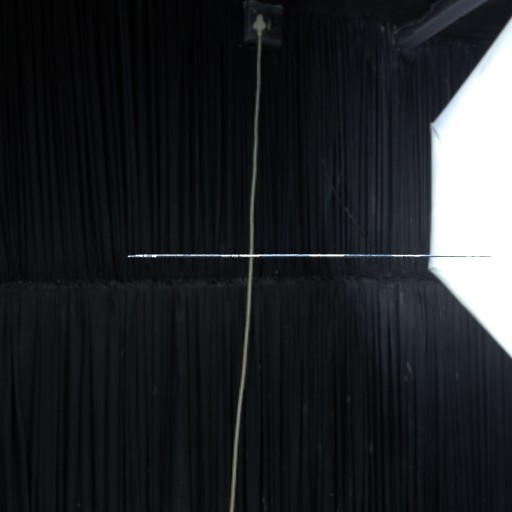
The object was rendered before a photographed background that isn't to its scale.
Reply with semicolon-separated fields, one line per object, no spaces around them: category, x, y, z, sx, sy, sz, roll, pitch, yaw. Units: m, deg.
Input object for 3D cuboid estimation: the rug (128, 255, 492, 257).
rug;0.000;0.000;2.172;1.153;0.010;1.755;0;0;-18
